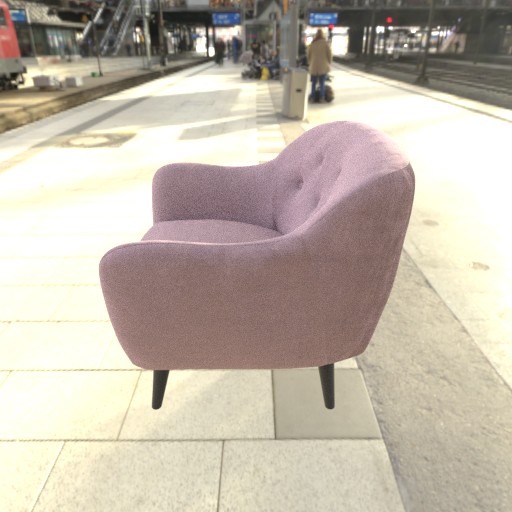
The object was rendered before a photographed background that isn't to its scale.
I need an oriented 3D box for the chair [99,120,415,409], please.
[{"bbox_3d":[0.000,0.000,1.490,0.820,0.820,0.840,-1,26,-2],"label":"chair"}]
